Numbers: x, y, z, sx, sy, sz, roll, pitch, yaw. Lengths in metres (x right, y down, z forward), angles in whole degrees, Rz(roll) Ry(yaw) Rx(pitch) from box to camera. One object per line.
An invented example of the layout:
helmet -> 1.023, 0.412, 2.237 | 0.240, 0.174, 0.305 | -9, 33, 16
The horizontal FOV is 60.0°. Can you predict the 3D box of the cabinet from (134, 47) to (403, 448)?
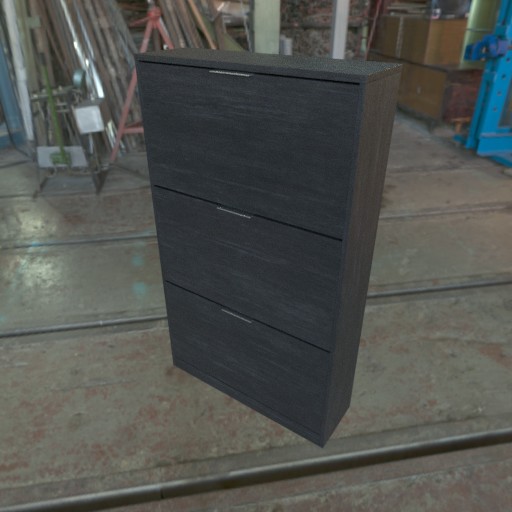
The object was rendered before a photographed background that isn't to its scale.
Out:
cabinet -> 0.000, 0.000, 1.563 | 0.750, 1.280, 0.250 | 19, 36, 29
